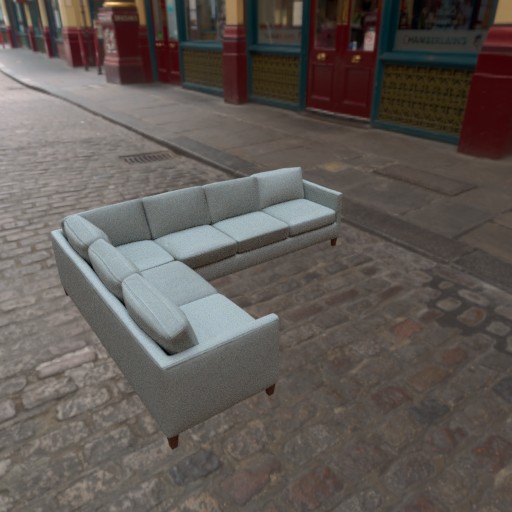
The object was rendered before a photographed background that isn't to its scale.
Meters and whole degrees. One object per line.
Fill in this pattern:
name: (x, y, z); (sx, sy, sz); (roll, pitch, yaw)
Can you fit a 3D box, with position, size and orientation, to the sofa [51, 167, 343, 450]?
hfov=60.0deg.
sofa: (0.000, 0.000, 4.501); (3.301, 0.947, 2.592); (-18, 32, -32)
